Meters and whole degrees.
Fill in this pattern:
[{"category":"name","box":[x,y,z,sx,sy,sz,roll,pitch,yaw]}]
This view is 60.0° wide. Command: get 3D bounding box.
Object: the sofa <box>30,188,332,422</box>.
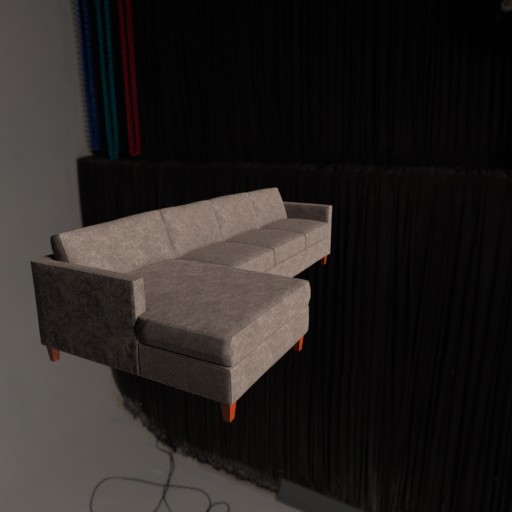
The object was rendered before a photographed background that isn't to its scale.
[{"category":"sofa","box":[0.000,0.000,4.123,1.606,0.954,3.471,8,17,27]}]
